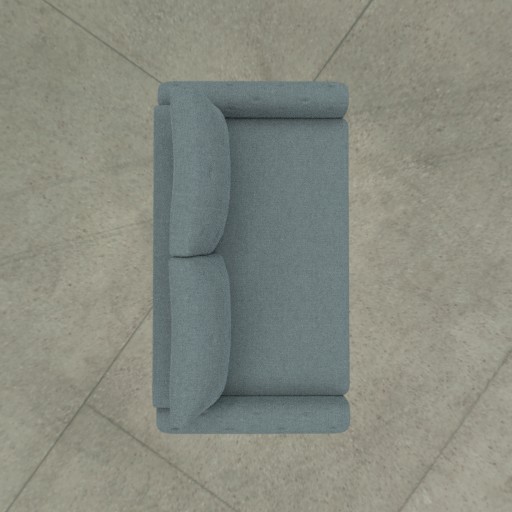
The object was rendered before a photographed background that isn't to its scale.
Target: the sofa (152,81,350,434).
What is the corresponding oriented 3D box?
[{"bbox_3d":[0.000,0.000,2.130,0.920,0.790,1.650,0,89,0],"label":"sofa"}]
